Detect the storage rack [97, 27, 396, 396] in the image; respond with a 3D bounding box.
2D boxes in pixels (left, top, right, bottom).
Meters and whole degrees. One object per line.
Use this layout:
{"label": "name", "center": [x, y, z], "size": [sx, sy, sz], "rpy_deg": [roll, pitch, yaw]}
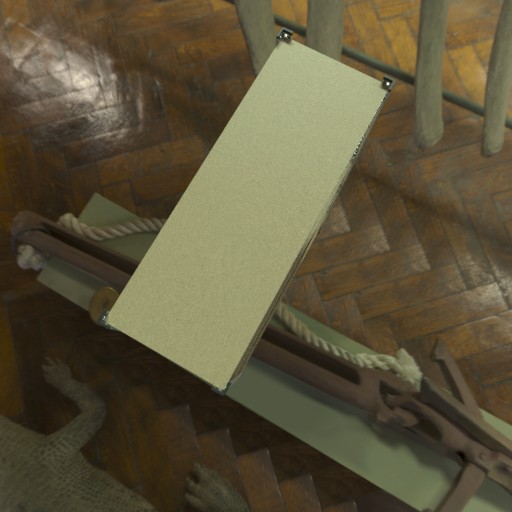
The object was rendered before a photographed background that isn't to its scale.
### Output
{"label": "storage rack", "center": [0.000, 0.000, 2.353], "size": [0.457, 1.829, 1.219], "rpy_deg": [28, 79, 6]}
